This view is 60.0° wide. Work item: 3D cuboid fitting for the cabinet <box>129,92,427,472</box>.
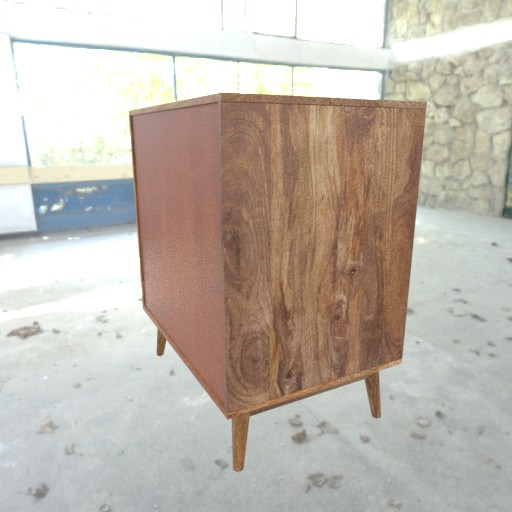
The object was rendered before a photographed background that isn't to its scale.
[{"bbox_3d":[0.000,0.000,1.187,0.473,0.758,0.647,-8,17,-27],"label":"cabinet"}]
